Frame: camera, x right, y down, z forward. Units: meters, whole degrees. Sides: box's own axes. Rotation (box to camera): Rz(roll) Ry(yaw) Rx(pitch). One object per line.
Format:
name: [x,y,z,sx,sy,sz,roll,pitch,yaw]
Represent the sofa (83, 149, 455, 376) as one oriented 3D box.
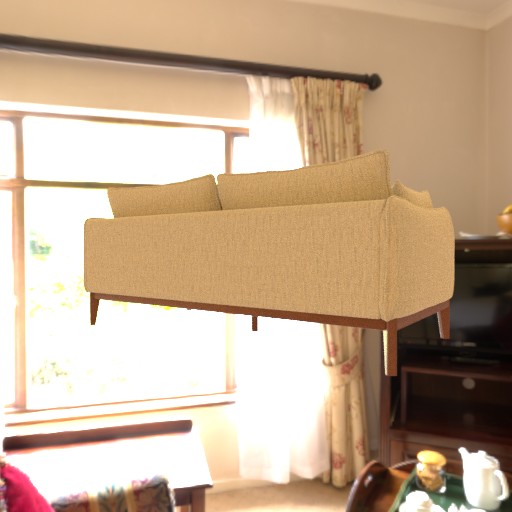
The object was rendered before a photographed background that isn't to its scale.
sofa: [0.000,0.000,2.543,1.989,0.860,0.991,1,1,36]
